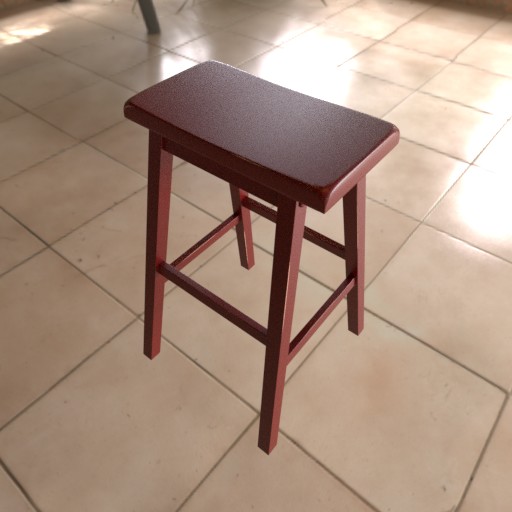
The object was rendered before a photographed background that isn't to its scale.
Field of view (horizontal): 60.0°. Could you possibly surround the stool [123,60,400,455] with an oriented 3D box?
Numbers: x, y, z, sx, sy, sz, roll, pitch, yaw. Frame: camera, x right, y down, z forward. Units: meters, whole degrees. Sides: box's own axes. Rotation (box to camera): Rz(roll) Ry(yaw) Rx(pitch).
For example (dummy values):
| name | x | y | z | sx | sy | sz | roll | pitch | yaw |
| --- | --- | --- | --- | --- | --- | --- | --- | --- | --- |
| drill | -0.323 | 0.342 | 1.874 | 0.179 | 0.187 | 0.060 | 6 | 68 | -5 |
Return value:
| name | x | y | z | sx | sy | sz | roll | pitch | yaw |
| --- | --- | --- | --- | --- | --- | --- | --- | --- | --- |
| stool | 0.000 | 0.000 | 1.050 | 0.457 | 0.737 | 0.476 | 30 | 53 | 25 |
